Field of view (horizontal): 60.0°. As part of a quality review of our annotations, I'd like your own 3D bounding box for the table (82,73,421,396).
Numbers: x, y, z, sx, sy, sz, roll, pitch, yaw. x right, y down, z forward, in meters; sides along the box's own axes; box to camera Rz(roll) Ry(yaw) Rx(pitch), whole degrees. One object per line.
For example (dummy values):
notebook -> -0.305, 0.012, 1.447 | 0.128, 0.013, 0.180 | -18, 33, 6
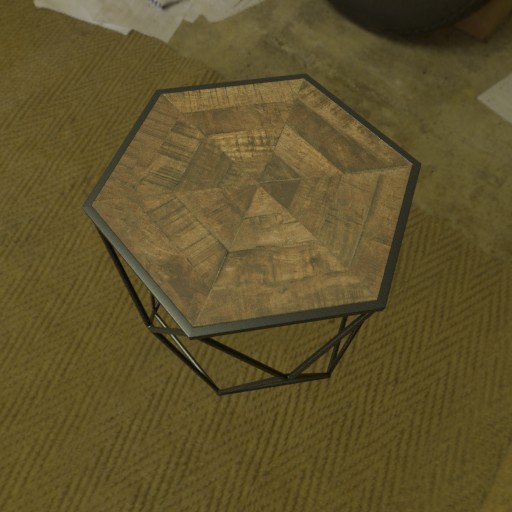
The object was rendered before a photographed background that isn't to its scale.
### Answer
table -> 0.000, 0.000, 1.022 | 0.579, 0.564, 0.578 | 18, 65, 9
